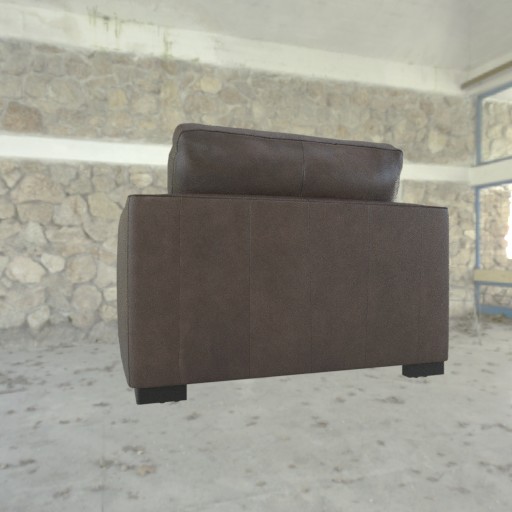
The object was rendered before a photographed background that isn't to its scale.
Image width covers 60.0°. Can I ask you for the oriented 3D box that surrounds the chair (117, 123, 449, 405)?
[{"bbox_3d":[0.000,0.000,1.833,1.100,0.812,1.069,0,0,-18],"label":"chair"}]
